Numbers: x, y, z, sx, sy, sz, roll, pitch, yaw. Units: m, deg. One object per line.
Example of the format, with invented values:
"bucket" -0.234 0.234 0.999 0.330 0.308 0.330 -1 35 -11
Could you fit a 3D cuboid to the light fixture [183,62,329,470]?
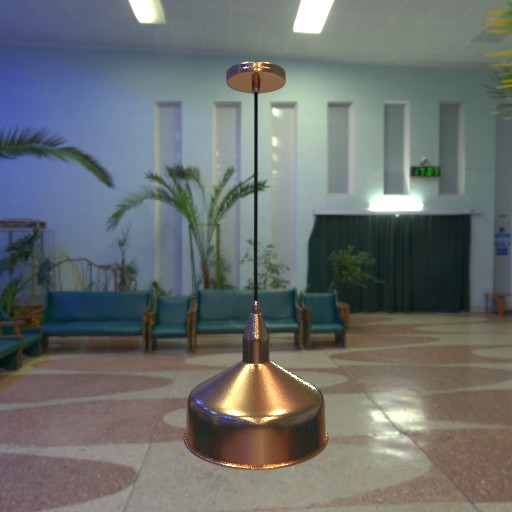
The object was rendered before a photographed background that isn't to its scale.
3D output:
"light fixture" 0.000 0.000 0.925 0.301 0.754 0.301 0 1 0
